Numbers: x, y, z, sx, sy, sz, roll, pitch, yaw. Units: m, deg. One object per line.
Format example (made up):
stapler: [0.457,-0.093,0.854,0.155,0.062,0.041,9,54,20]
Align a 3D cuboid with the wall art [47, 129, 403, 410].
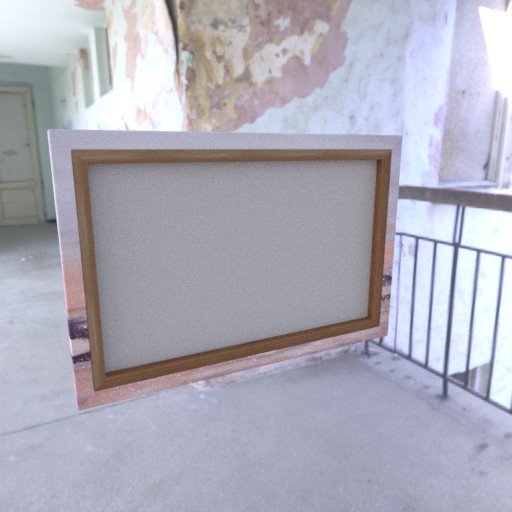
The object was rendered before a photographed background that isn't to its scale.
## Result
wall art: [0.000,0.000,1.138,0.913,0.609,0.038,-7,15,-26]
